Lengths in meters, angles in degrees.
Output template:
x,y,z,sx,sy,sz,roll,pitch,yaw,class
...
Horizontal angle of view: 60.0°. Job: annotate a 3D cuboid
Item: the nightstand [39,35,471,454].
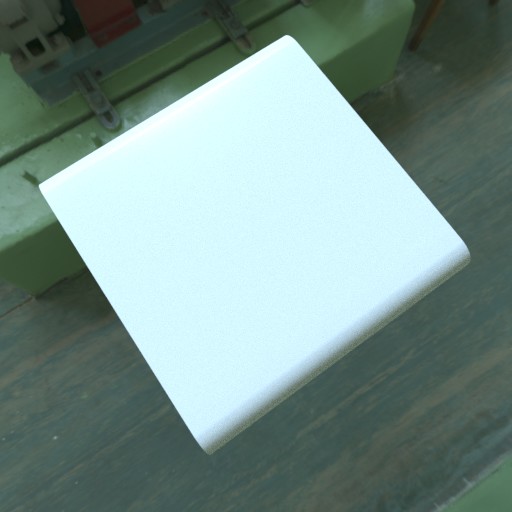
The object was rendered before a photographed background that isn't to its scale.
x,y,z,sx,sy,sz,roll,pitch,yaw,class
0.000,0.000,0.759,0.404,0.447,0.399,-34,79,-8,nightstand
